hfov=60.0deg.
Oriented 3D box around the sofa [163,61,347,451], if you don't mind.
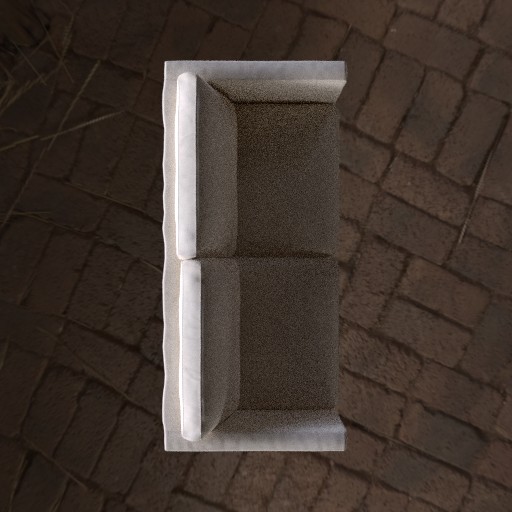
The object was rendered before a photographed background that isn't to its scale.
[{"bbox_3d":[0.000,0.000,2.509,0.940,0.870,1.987,0,90,0],"label":"sofa"}]
